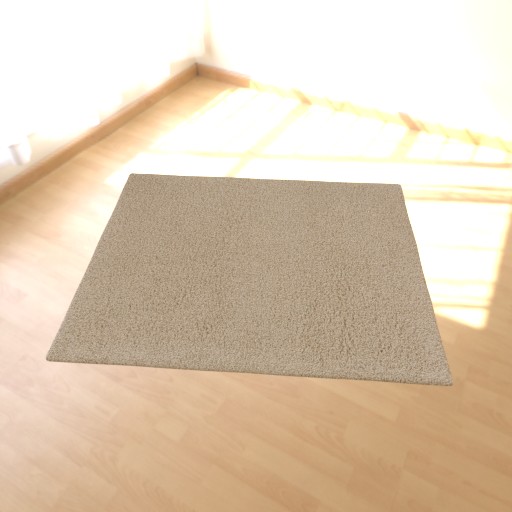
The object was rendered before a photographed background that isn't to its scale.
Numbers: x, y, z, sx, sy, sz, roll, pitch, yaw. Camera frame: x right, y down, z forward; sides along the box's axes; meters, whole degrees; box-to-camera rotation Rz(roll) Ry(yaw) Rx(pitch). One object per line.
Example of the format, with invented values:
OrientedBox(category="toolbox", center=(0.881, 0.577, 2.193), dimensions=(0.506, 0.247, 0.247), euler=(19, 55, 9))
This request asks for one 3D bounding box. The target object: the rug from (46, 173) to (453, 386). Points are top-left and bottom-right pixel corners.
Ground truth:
OrientedBox(category="rug", center=(0.000, 0.000, 4.133), dimensions=(3.047, 0.029, 2.438), euler=(3, 46, 3))
